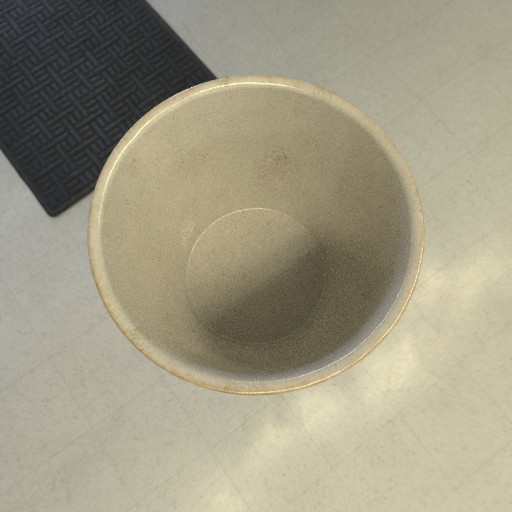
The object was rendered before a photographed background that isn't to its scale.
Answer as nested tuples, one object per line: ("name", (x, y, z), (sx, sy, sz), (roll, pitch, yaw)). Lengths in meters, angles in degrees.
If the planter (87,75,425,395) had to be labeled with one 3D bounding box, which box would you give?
("planter", (0.000, 0.000, 0.333), (0.192, 0.165, 0.192), (0, 75, 0))
